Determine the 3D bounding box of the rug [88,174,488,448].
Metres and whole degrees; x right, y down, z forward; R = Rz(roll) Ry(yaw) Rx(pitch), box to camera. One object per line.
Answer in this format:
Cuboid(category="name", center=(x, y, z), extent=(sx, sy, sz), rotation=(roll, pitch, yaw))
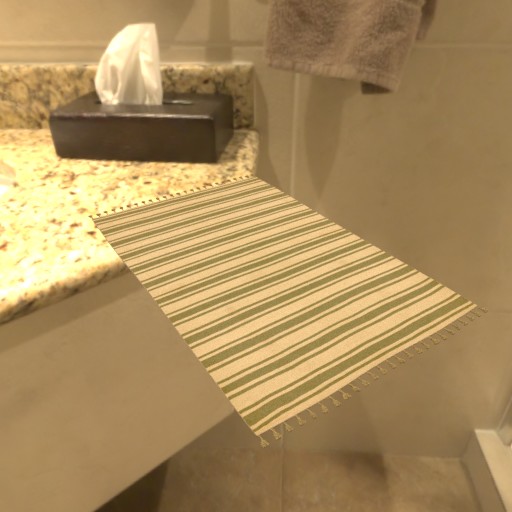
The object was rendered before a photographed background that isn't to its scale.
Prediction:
Cuboid(category="rug", center=(0.000, 0.000, 2.973), extent=(1.540, 0.018, 2.435), rotation=(-20, 38, -28))
